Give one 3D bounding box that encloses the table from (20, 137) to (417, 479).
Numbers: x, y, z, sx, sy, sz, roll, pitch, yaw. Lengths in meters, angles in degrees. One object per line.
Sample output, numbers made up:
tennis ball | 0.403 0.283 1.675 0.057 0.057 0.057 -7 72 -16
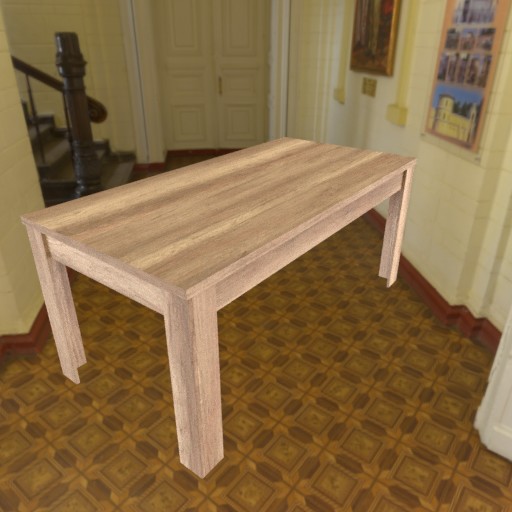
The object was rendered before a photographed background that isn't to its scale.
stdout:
table | 0.000 0.000 2.270 0.900 0.790 1.800 19 33 33
